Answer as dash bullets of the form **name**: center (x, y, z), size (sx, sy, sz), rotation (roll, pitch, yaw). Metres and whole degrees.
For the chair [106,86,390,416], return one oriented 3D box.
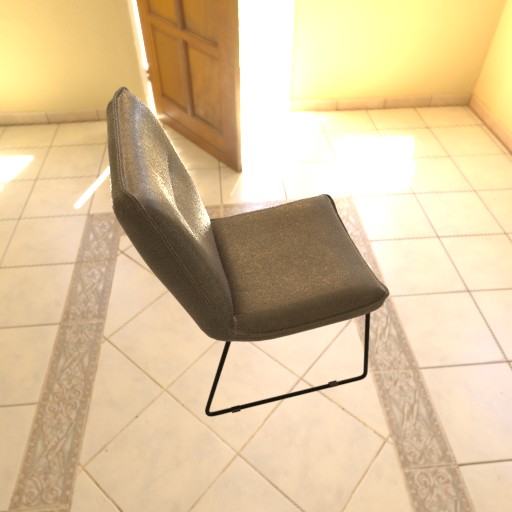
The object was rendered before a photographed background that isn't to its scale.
- **chair**: center (0.000, 0.000, 1.359), size (0.688, 0.932, 0.515), rotation (-11, 47, -10)
